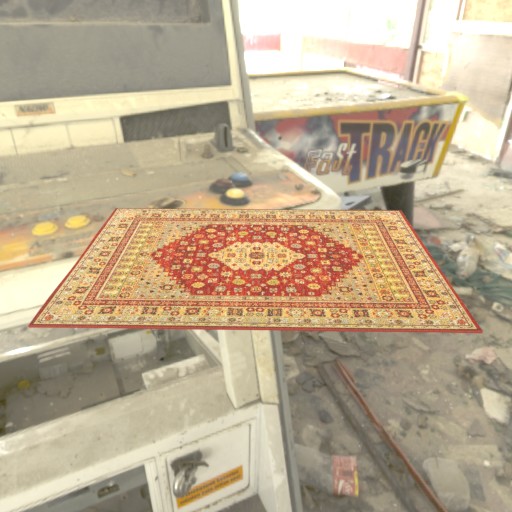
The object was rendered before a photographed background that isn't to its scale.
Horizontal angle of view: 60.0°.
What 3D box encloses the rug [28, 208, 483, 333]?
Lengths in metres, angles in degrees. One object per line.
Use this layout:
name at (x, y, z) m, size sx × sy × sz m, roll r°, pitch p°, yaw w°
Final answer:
rug at (0.000, 0.000, 2.272) m, size 1.802 × 0.013 × 1.194 m, roll 1°, pitch 29°, yaw 1°
